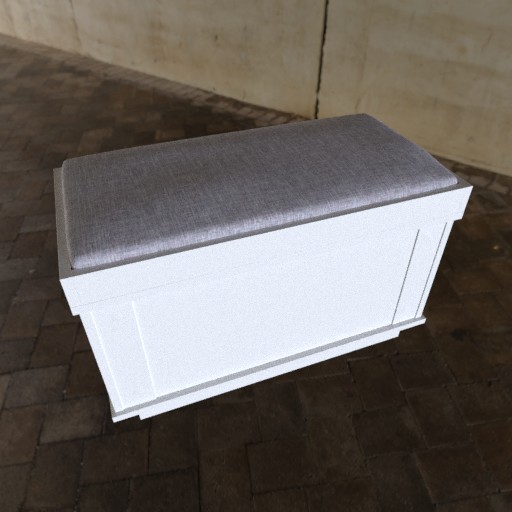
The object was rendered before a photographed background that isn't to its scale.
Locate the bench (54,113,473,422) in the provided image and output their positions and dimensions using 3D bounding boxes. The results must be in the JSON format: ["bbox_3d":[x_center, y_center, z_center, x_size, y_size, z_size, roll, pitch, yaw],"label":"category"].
[{"bbox_3d":[0.000,0.000,0.989,0.734,0.461,0.362,-14,41,-16],"label":"bench"}]
